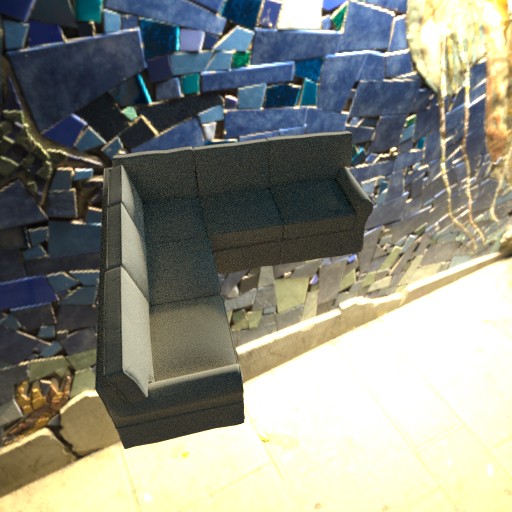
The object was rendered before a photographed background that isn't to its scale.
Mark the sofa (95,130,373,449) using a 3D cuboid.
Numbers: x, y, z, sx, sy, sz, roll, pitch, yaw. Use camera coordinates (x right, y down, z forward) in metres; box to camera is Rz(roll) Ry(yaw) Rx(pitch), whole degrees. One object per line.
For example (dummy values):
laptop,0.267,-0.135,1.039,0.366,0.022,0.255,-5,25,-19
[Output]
sofa,0.000,0.000,4.012,2.597,1.070,2.591,-9,45,-9
